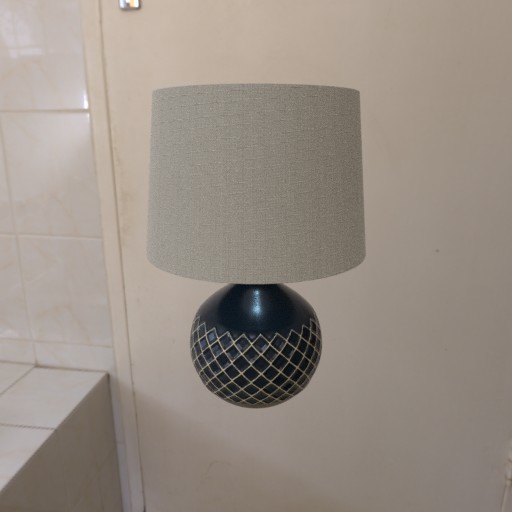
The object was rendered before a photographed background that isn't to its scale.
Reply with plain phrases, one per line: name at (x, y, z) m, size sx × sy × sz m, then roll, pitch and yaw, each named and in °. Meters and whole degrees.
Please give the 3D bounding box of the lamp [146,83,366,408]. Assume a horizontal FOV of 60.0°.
lamp at (0.000, 0.000, 0.783) m, size 0.376 × 0.540 × 0.376 m, roll 0°, pitch 16°, yaw 0°
